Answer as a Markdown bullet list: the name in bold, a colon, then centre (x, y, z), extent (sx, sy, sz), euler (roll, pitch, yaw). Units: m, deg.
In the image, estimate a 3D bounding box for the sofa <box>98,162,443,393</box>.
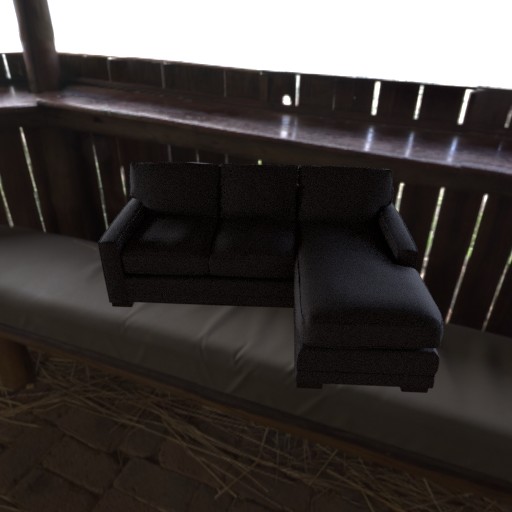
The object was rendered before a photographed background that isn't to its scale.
- **sofa**: centre (0.000, 0.000, 3.382), extent (2.370, 0.973, 1.790), euler (2, 30, 3)
